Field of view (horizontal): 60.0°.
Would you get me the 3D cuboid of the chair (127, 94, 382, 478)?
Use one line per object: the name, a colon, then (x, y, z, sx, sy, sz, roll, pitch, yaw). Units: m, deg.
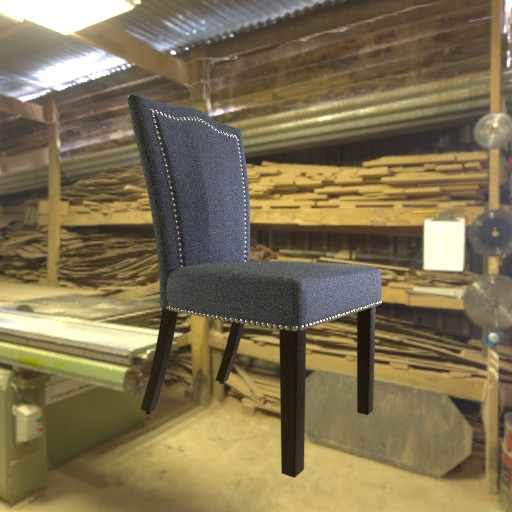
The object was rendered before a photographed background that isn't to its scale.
chair: (0.000, 0.000, 1.297, 0.589, 0.946, 0.518, 1, 2, 35)
